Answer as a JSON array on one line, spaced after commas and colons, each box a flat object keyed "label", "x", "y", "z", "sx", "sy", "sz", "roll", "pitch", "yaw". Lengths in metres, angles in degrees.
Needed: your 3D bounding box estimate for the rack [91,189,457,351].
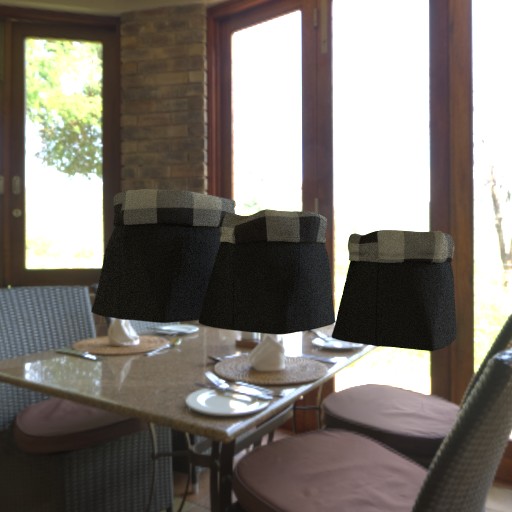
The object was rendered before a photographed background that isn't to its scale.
[{"label": "rack", "x": 0.000, "y": 0.000, "z": 1.072, "sx": 0.889, "sy": 0.329, "sz": 0.370, "roll": 0, "pitch": 0, "yaw": 36}]
